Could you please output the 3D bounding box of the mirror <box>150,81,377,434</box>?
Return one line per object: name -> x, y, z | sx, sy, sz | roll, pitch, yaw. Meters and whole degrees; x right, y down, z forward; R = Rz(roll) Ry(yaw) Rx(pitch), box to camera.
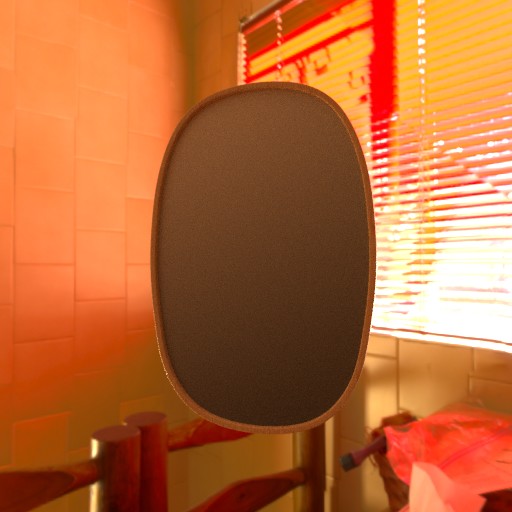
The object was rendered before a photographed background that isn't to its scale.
mirror -> 0.000, 0.000, 1.374 | 0.724, 1.075, 0.037 | -1, -2, 17
